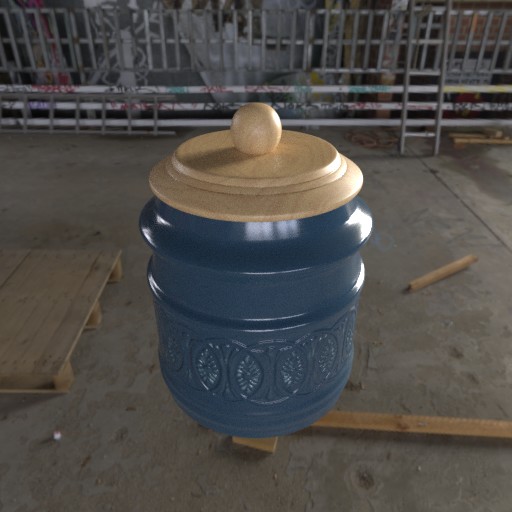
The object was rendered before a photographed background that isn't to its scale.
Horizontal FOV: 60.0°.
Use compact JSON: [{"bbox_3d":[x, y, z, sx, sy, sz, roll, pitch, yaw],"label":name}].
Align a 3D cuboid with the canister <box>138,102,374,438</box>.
[{"bbox_3d":[0.000,0.000,0.265,0.130,0.176,0.130,0,31,0],"label":"canister"}]
